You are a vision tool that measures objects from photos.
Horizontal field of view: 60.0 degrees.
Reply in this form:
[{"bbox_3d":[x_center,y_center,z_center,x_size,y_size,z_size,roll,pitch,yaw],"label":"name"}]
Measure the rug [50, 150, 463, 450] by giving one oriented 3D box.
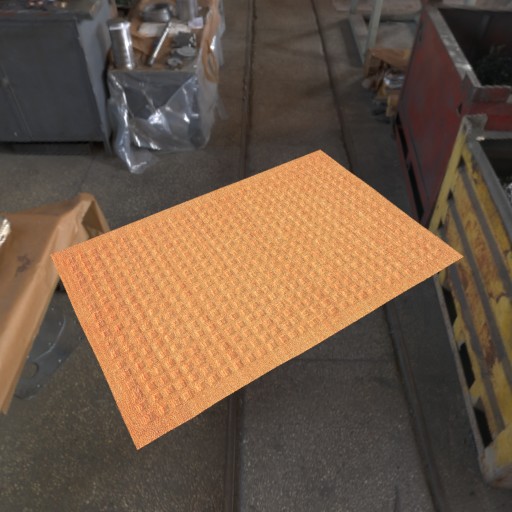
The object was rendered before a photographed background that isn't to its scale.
[{"bbox_3d":[0.000,0.000,2.237,1.747,0.006,1.143,-25,52,-22],"label":"rug"}]
